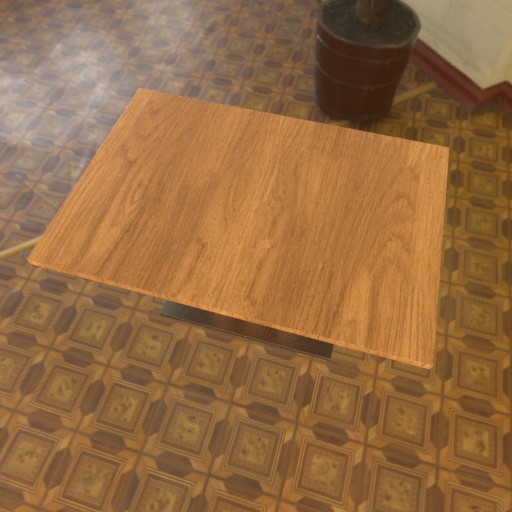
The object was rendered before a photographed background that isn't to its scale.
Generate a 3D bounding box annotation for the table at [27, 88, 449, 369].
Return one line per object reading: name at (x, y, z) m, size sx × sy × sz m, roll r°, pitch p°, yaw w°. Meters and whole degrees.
table at (0.000, 0.000, 1.907) m, size 1.300 × 0.770 × 0.900 m, roll 14°, pitch 59°, yaw 8°
